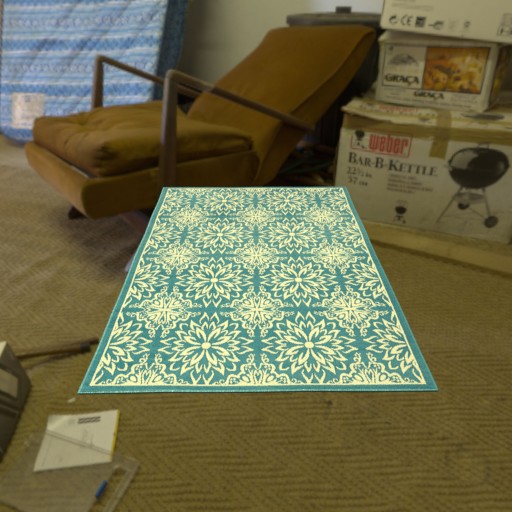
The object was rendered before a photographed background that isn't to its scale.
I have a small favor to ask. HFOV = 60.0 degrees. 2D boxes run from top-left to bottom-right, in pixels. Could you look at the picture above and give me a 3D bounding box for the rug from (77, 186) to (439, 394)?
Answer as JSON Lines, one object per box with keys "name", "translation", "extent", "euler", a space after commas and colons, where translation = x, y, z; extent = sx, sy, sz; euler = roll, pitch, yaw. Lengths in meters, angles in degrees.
{"name": "rug", "translation": [0.000, 0.000, 2.834], "extent": [1.554, 0.012, 2.205], "euler": [0, 32, 0]}
